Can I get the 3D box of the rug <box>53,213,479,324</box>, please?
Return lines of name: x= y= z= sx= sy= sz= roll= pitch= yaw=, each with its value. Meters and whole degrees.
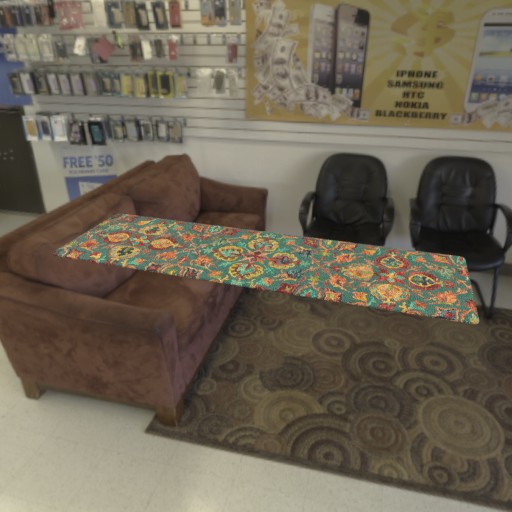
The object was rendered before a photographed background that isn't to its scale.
rug: x=0.000 y=0.000 z=2.551 sx=2.286 sy=0.013 sz=0.686 roll=8 pitch=28 yaw=16
